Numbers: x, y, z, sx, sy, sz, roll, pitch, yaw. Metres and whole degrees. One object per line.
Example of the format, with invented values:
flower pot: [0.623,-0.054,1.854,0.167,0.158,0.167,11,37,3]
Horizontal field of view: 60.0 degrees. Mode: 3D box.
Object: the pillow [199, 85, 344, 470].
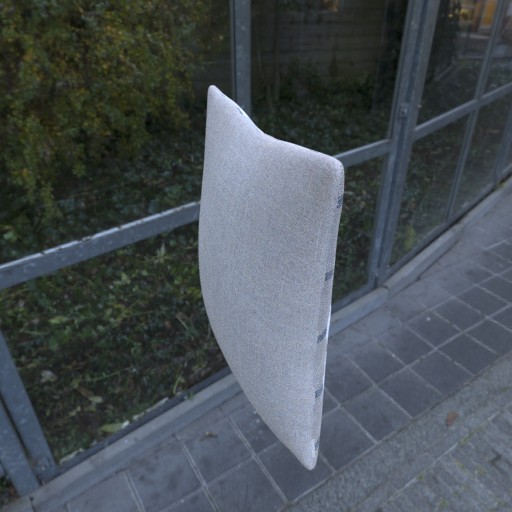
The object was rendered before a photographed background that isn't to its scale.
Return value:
pillow: [0.000,0.000,0.857,0.192,0.558,0.578,-11,33,-17]
